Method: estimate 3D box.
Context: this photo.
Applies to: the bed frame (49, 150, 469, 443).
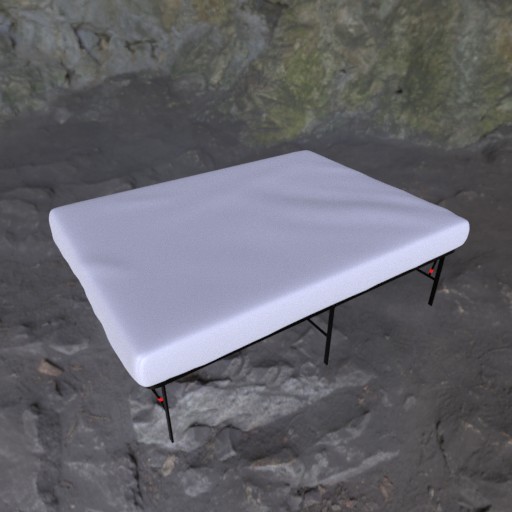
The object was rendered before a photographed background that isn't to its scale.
[{"bbox_3d":[0.000,0.000,2.856,2.151,0.667,1.584,-19,37,-28],"label":"bed frame"}]
